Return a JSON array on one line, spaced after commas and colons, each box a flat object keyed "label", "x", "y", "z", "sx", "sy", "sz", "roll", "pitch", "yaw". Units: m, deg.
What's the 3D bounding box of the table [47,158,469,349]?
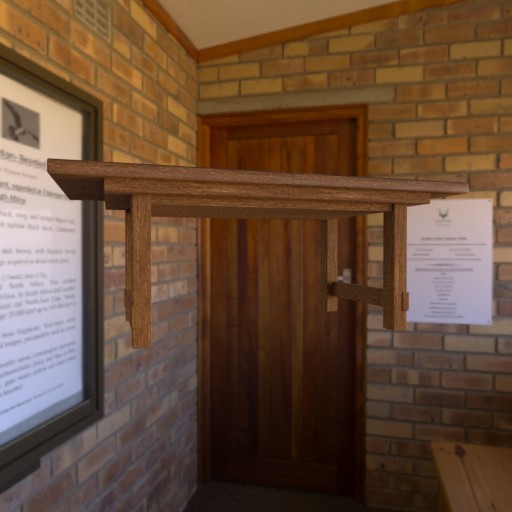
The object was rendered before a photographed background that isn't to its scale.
[{"label": "table", "x": 0.000, "y": 0.000, "z": 2.450, "sx": 1.982, "sy": 0.762, "sz": 1.000, "roll": 0, "pitch": 1, "yaw": -18}]
